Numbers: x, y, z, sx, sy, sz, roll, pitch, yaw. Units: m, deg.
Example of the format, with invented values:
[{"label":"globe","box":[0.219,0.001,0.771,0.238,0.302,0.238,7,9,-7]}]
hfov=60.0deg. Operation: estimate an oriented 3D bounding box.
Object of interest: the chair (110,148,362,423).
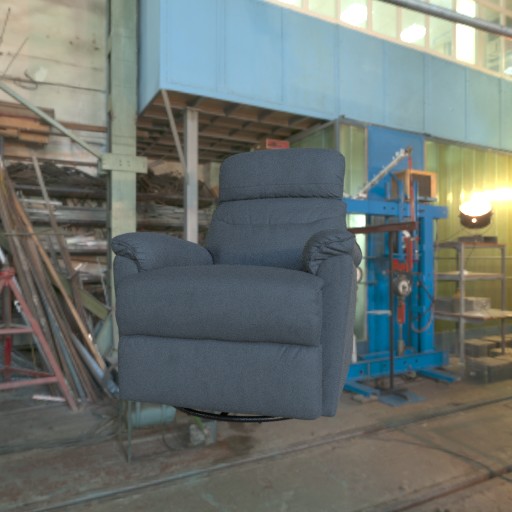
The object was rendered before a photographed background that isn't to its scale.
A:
[{"label":"chair","box":[0.000,0.000,1.749,0.820,1.037,1.004,0,0,17]}]
